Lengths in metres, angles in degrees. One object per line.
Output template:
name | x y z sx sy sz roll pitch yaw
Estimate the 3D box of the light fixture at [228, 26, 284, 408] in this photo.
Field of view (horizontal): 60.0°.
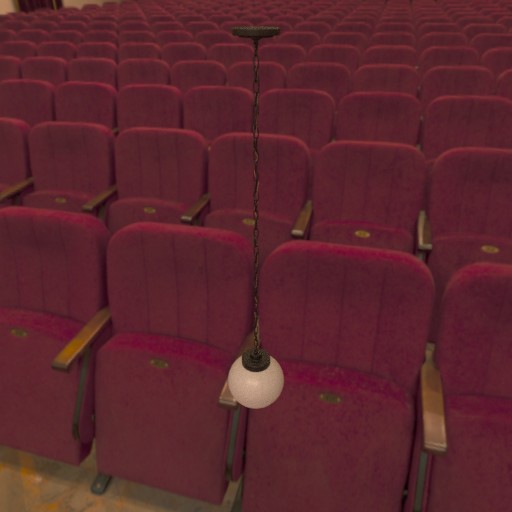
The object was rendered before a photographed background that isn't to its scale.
light fixture | 0.000 0.000 2.037 0.304 1.867 0.305 8 31 14
